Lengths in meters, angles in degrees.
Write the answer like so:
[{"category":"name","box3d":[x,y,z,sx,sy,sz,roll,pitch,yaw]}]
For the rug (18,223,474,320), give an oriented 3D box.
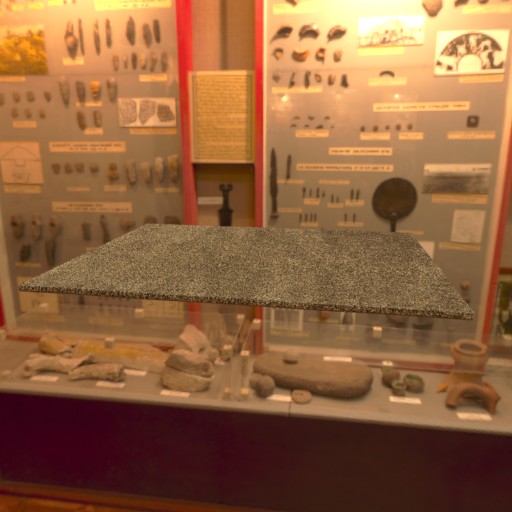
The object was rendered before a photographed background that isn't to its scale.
[{"category":"rug","box3d":[0.000,0.000,2.089,1.601,0.025,1.198,3,16,9]}]
